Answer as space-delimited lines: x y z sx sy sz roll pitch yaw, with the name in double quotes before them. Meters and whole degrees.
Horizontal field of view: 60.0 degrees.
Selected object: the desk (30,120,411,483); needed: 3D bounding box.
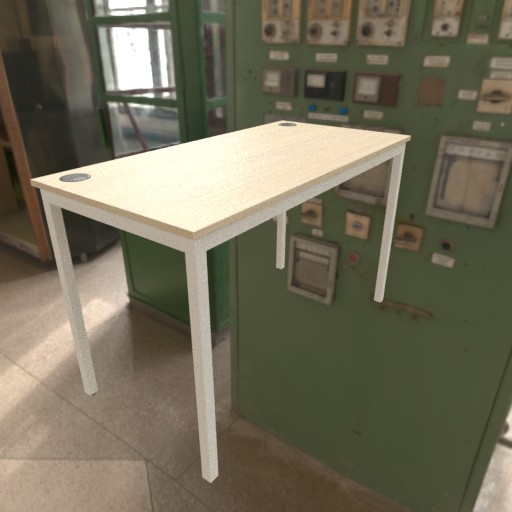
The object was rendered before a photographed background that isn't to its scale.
"desk" 0.000 0.000 1.609 0.600 0.750 1.200 18 31 33
